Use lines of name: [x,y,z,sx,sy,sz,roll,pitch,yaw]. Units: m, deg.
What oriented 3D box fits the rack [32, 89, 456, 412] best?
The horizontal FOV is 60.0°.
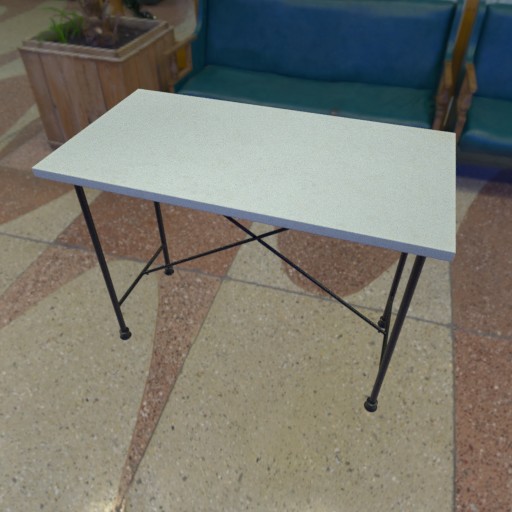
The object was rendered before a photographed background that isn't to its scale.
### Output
rack: [0.000,0.000,1.649,1.159,0.880,0.613,13,44,14]
